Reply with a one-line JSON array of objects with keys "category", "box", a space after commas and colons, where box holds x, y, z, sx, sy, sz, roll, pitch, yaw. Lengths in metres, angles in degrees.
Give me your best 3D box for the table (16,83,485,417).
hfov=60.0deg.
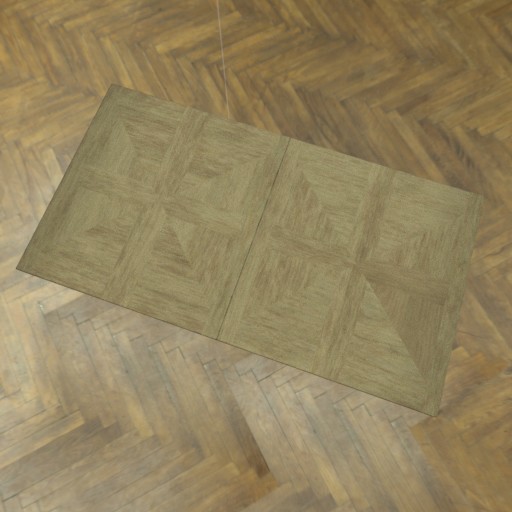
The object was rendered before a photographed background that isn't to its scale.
[{"category": "table", "box": [0.000, 0.000, 2.361, 1.881, 0.768, 1.016, 18, 74, 5]}]
